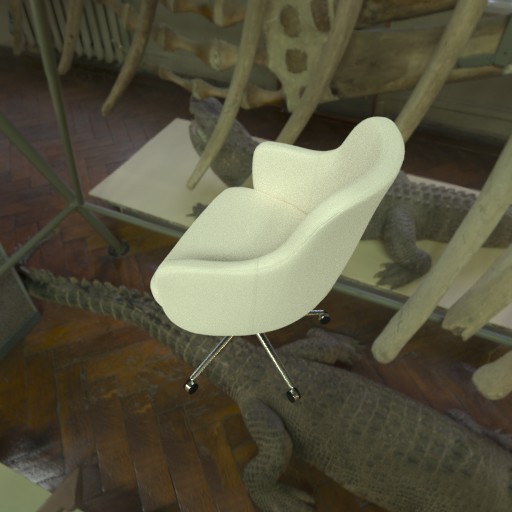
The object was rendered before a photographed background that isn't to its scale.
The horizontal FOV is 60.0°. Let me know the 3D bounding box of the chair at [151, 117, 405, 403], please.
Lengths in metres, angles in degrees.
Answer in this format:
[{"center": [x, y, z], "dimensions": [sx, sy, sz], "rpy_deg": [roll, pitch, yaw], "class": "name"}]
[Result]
[{"center": [0.000, 0.000, 1.274], "dimensions": [0.647, 0.819, 0.602], "rpy_deg": [17, 48, 17], "class": "chair"}]
